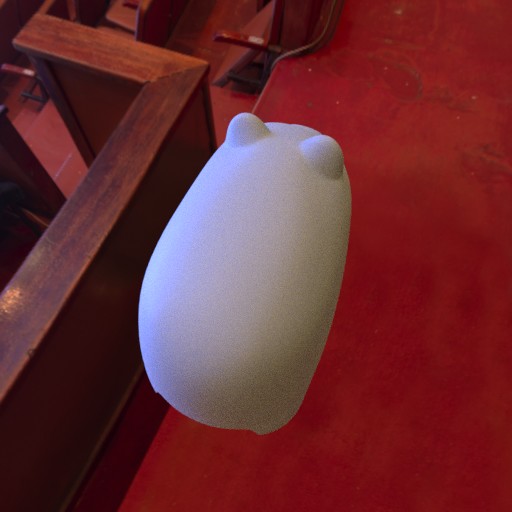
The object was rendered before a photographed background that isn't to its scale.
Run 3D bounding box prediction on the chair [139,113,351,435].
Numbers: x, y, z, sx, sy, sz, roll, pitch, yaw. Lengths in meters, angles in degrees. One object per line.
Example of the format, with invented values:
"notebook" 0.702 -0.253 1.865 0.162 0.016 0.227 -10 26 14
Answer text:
"chair" 0.000 0.000 0.855 0.364 0.423 0.619 19 66 9
